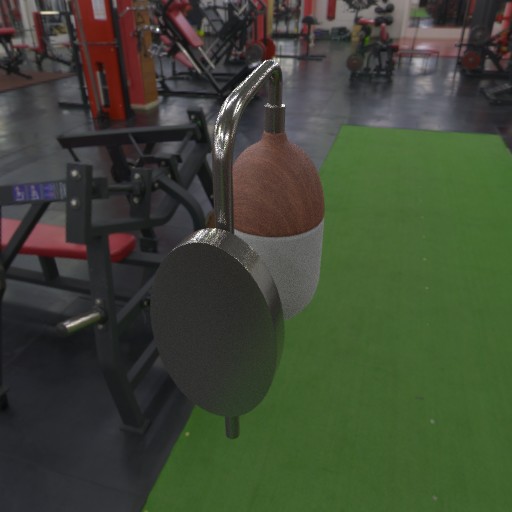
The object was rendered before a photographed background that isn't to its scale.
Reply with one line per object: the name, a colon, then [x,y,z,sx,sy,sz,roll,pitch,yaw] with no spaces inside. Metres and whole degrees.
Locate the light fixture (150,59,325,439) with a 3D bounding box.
light fixture: [0.000,0.000,0.430,0.108,0.343,0.216,10,32,16]
